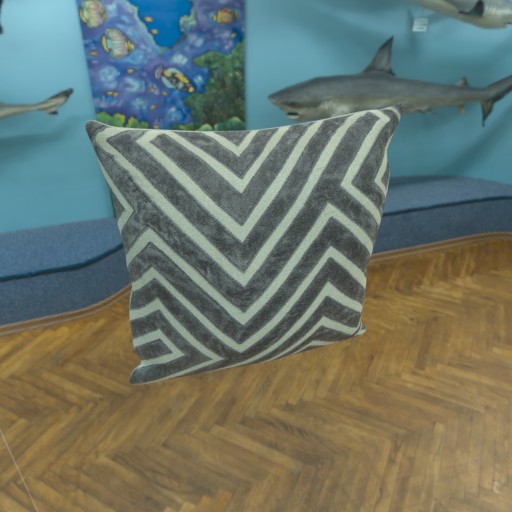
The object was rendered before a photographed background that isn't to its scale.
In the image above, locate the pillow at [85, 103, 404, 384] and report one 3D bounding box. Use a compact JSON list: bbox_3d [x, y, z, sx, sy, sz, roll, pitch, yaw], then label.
[{"bbox_3d":[0.000,0.000,0.682,0.440,0.441,0.182,-9,32,-14],"label":"pillow"}]
